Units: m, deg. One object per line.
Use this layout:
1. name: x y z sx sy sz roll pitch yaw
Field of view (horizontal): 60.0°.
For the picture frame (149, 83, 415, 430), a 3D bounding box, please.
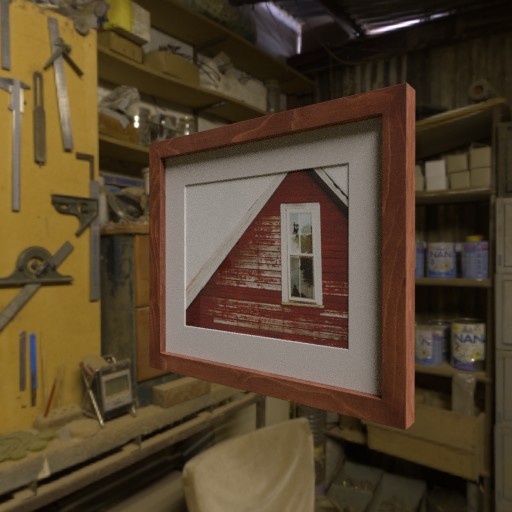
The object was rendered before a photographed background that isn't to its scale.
1. picture frame: 0.000 0.000 0.548 0.381 0.330 0.025 0 0 38
